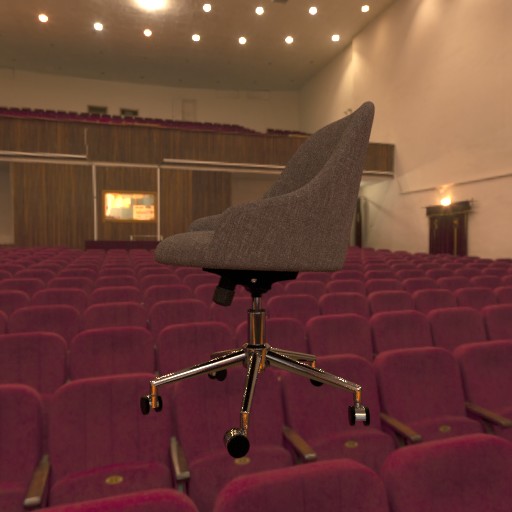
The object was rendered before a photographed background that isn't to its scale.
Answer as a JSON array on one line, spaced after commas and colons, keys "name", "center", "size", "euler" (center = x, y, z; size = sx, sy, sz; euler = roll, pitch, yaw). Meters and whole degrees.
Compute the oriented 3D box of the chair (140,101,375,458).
[{"name": "chair", "center": [0.000, 0.000, 1.407], "size": [0.712, 0.950, 0.671], "euler": [0, 1, -17]}]
